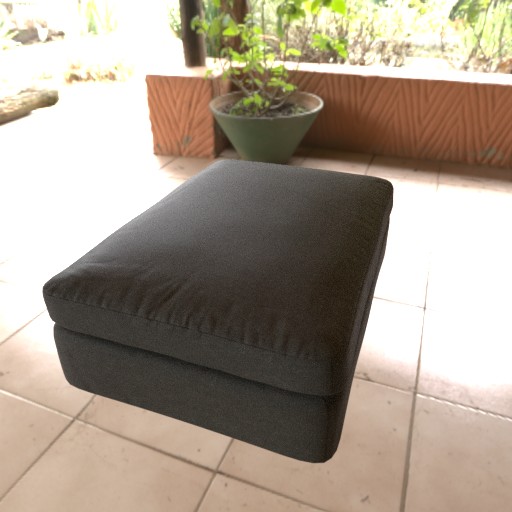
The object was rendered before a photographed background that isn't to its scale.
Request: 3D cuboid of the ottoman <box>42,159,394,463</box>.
[{"bbox_3d":[0.000,0.000,1.584,0.840,0.429,1.199,11,32,18],"label":"ottoman"}]
